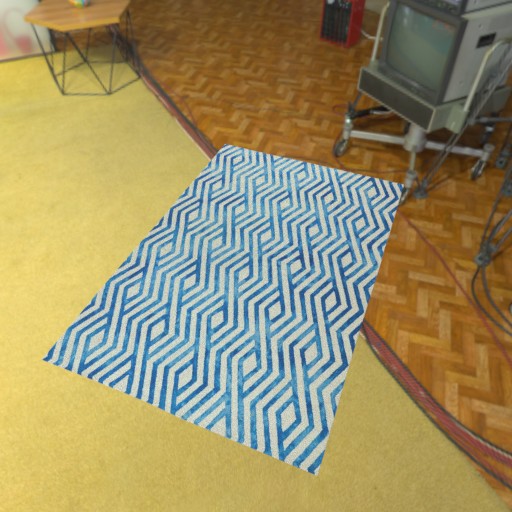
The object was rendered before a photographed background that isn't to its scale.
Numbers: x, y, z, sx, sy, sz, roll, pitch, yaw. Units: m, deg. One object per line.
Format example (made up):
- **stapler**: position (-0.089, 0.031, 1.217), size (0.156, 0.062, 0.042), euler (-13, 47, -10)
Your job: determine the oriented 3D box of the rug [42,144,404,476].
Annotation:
- **rug**: position (0.000, 0.000, 2.313), size (1.225, 0.008, 1.830), euler (16, 48, 15)
